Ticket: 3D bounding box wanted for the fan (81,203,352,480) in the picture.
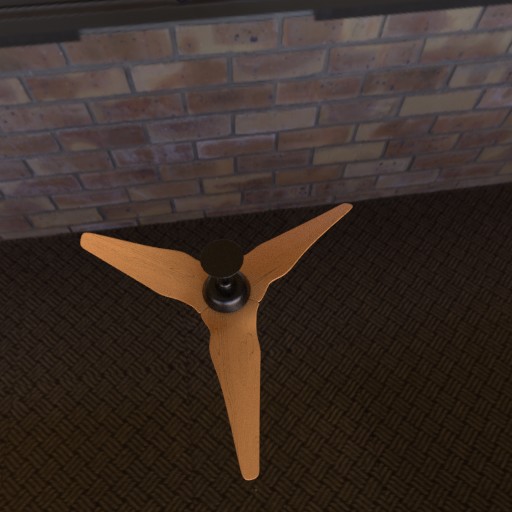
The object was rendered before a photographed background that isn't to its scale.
[{"bbox_3d":[0.000,0.000,1.666,1.010,0.355,1.142,-36,68,-17],"label":"fan"}]
